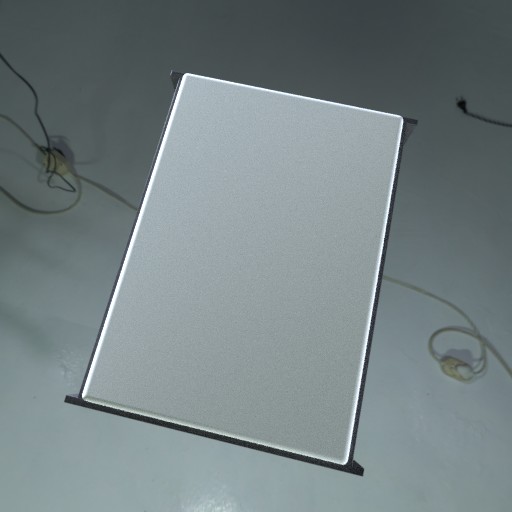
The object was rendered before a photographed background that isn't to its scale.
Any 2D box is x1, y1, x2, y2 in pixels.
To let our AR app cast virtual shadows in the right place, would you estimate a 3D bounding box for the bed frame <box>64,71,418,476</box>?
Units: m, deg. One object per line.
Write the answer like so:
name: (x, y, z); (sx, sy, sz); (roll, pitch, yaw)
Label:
bed frame: (0.000, 0.000, 2.521); (1.490, 0.432, 1.950); (13, 75, 3)
